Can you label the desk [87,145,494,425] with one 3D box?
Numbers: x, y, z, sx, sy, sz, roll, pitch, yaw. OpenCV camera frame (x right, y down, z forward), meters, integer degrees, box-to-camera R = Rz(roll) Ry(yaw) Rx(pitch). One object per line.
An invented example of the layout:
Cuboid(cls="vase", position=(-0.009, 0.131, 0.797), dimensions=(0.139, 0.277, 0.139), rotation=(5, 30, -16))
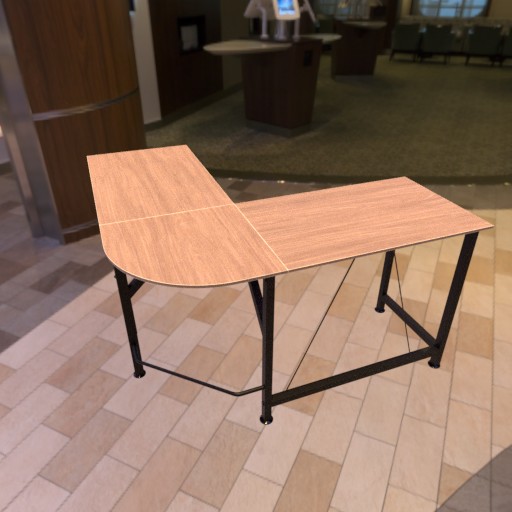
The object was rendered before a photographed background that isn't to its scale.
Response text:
Cuboid(cls="desk", position=(0.000, 0.000, 2.226), dimensions=(1.400, 0.762, 1.400), rotation=(-11, 33, -18))
